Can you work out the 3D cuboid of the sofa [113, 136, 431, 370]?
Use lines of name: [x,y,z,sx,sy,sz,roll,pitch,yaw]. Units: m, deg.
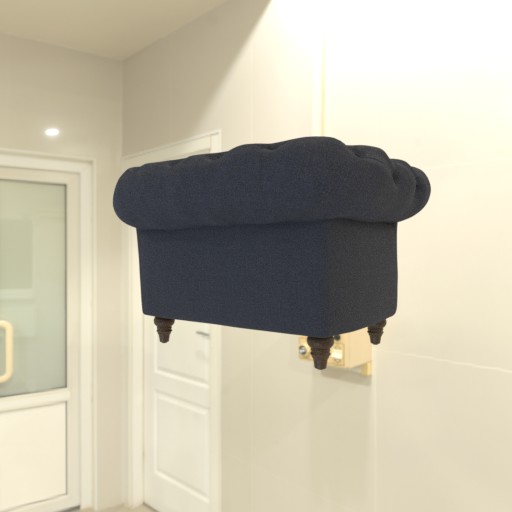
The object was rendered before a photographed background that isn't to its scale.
sofa: [0.000,0.000,2.115,1.405,0.878,1.032,0,0,36]
